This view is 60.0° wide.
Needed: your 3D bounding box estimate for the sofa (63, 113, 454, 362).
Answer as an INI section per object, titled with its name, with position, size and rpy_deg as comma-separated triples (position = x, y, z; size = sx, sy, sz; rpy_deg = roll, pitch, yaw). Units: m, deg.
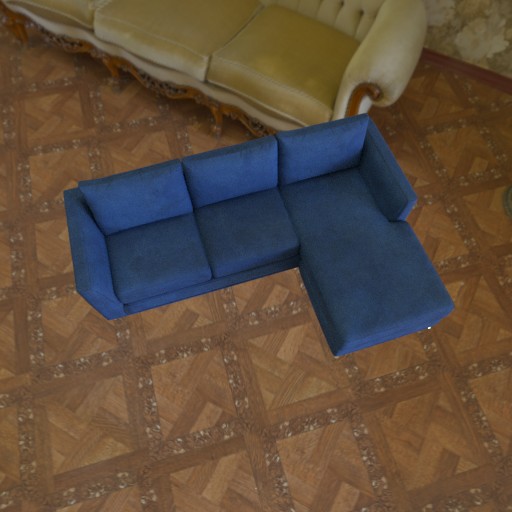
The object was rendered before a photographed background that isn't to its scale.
[sofa]
position = 0.000, 0.000, 3.246
size = 2.438, 0.987, 1.622
rpy_deg = -16, 63, -8
